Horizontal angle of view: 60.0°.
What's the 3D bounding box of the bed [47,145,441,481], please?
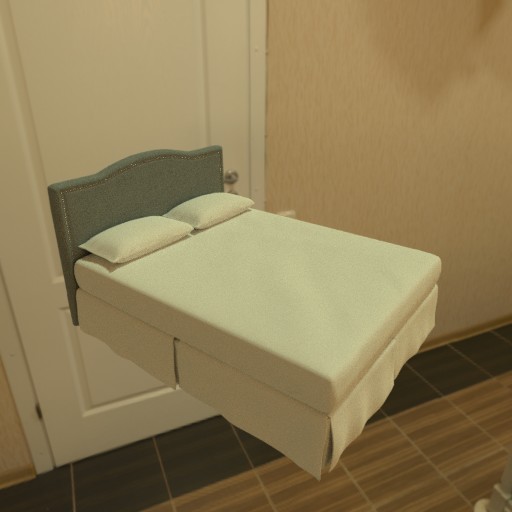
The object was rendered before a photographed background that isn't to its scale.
[{"bbox_3d":[0.000,0.000,3.810,2.689,1.457,2.161,18,31,33],"label":"bed"}]
